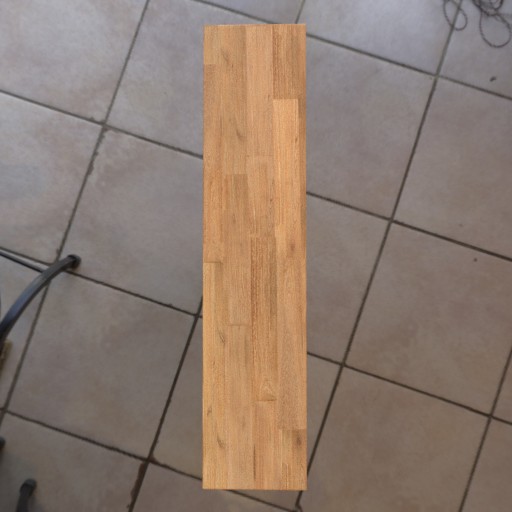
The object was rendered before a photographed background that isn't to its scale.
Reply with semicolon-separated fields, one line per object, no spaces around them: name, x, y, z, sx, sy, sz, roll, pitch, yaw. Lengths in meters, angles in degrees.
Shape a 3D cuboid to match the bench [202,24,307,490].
bench;0.000;0.000;1.831;0.378;0.431;1.698;0;89;2
